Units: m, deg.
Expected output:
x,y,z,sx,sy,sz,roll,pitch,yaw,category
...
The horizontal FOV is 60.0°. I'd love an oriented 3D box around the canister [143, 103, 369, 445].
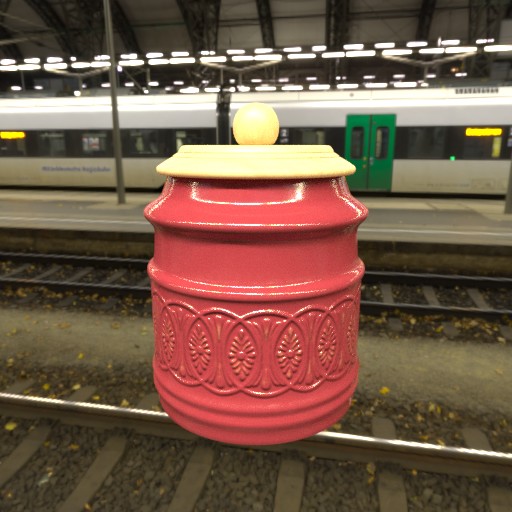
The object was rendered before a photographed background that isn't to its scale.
x,y,z,sx,sy,sz,roll,pitch,yaw,category
0.000,0.000,0.269,0.130,0.176,0.130,0,14,0,canister
